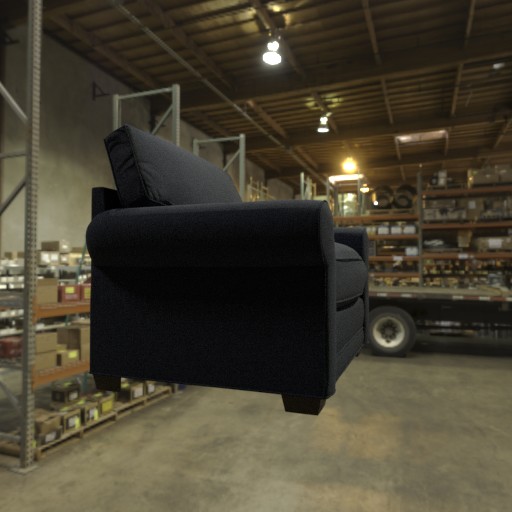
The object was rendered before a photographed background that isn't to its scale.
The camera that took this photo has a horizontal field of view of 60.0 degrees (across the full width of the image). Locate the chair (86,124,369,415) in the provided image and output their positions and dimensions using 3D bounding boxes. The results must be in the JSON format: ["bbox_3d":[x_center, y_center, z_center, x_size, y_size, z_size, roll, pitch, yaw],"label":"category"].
[{"bbox_3d":[0.000,0.000,2.063,0.963,1.044,1.285,0,-1,20],"label":"chair"}]
